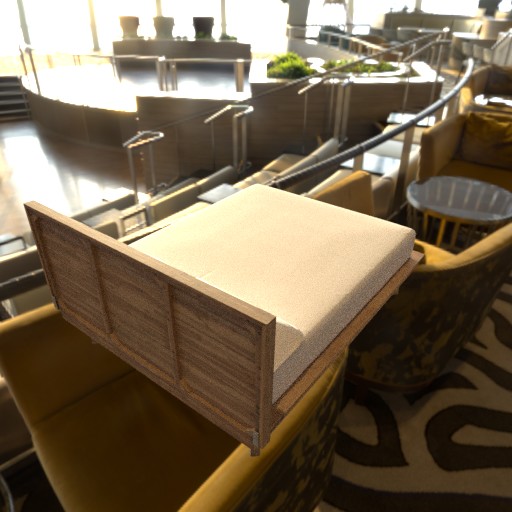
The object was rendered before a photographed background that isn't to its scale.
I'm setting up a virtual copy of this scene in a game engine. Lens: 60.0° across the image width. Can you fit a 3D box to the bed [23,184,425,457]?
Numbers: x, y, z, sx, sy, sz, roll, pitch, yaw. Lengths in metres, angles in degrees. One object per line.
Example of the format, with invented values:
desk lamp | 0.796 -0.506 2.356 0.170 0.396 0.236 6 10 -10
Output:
bed | 0.000 0.000 3.097 1.759 1.071 2.145 22 37 32
